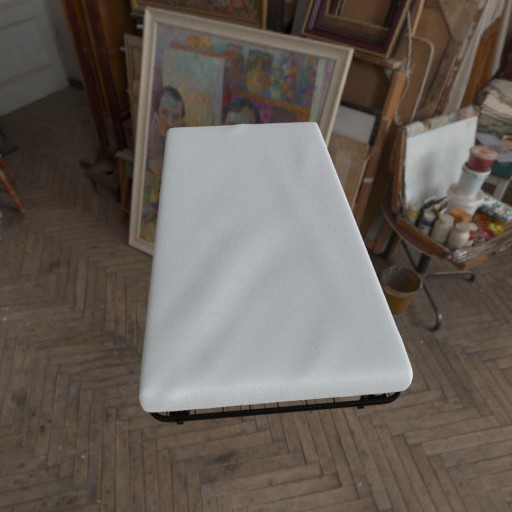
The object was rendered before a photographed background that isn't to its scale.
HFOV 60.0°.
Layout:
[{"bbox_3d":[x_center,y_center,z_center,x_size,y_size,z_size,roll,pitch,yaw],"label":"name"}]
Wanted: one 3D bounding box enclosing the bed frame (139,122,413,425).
[{"bbox_3d":[0.000,0.000,2.392,0.989,0.619,1.903,-4,44,-4],"label":"bed frame"}]
